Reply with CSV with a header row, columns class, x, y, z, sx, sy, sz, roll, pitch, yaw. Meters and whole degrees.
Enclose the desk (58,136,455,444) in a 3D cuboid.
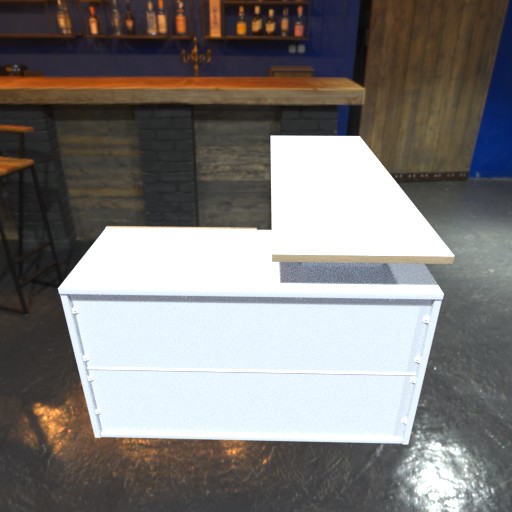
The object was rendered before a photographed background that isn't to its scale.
class,x,y,z,sx,sy,sz,roll,pitch,yaw
desk,0.000,0.000,1.991,1.098,0.755,1.404,1,28,1
